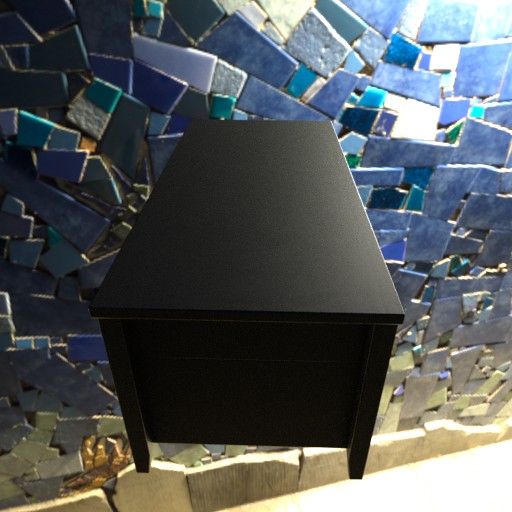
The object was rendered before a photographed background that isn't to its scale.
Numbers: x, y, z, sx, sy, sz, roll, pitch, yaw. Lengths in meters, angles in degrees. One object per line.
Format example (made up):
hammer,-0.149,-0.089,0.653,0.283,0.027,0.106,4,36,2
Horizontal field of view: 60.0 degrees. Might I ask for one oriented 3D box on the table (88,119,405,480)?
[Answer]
table,0.000,0.000,1.221,0.483,0.457,1.016,1,33,2
